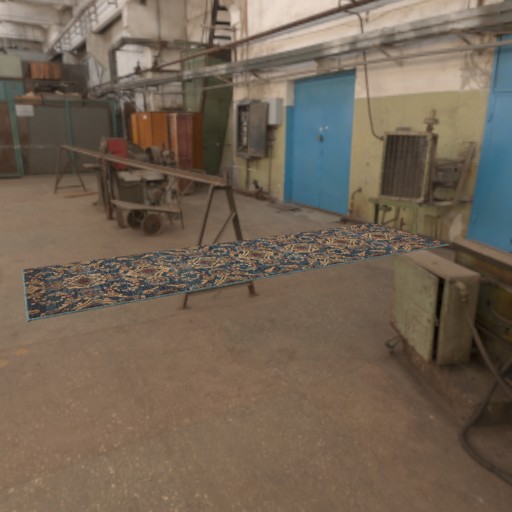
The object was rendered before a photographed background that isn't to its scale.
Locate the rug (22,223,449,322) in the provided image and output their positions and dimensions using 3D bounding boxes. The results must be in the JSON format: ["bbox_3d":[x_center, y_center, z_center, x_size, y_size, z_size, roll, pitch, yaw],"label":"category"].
[{"bbox_3d":[0.000,0.000,2.450,2.292,0.014,0.685,-9,19,-27],"label":"rug"}]
